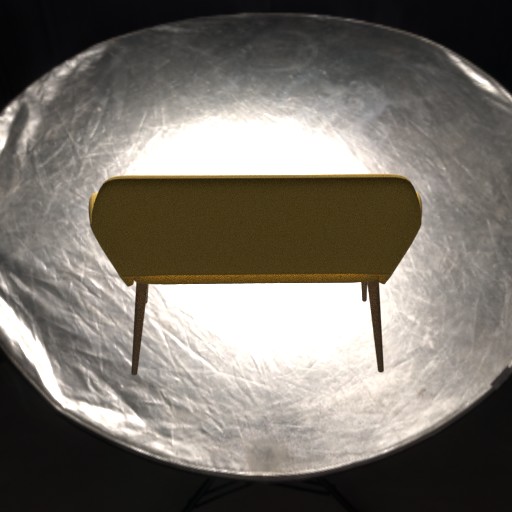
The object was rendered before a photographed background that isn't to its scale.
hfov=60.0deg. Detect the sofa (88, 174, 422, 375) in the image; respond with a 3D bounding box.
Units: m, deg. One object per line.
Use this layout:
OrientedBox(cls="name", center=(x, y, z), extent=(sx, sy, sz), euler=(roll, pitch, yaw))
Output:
OrientedBox(cls="sofa", center=(0.000, 0.000, 1.613), extent=(1.150, 0.840, 0.610), euler=(0, 32, -1))
